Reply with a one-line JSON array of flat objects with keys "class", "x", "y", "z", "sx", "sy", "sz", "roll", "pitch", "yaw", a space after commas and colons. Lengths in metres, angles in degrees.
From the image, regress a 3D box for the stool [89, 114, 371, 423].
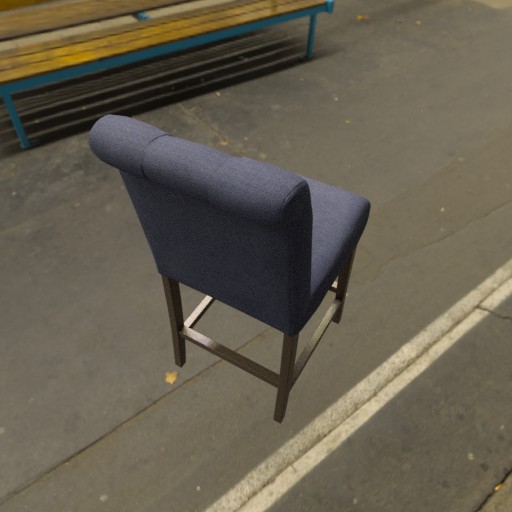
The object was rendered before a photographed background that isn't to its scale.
[{"class": "stool", "x": 0.000, "y": 0.000, "z": 1.322, "sx": 0.493, "sy": 1.010, "sz": 0.601, "roll": 23, "pitch": 50, "yaw": 21}]
